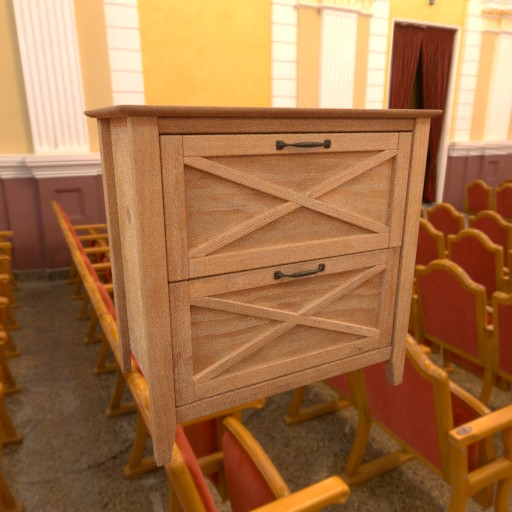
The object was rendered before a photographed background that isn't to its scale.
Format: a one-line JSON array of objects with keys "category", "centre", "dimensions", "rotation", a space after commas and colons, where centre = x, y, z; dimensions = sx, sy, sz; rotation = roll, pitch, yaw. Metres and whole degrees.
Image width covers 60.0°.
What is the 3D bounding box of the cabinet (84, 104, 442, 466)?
[{"category": "cabinet", "centre": [0.000, 0.000, 1.222], "dimensions": [0.763, 0.762, 0.503], "rotation": [-8, 19, -26]}]
